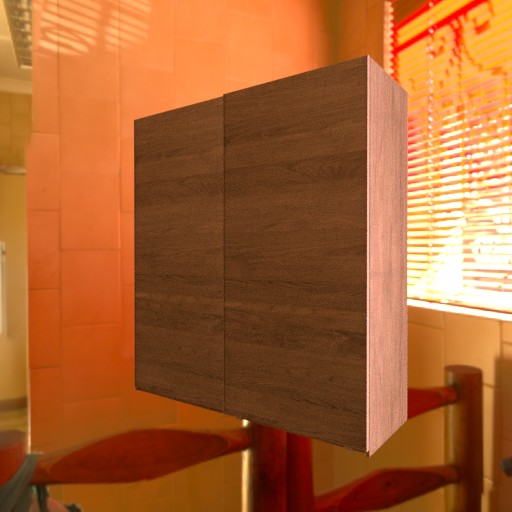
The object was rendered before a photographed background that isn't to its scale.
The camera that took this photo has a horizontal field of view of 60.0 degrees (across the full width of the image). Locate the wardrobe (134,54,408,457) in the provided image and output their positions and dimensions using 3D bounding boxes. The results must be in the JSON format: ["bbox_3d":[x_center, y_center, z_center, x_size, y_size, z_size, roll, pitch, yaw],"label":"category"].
[{"bbox_3d":[0.000,0.000,2.912,1.780,1.960,0.629,0,1,36],"label":"wardrobe"}]
